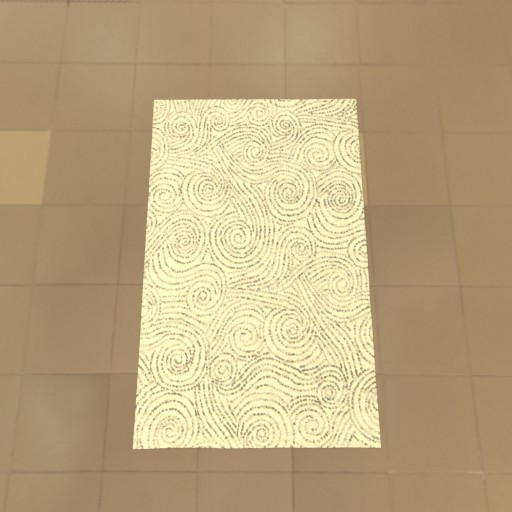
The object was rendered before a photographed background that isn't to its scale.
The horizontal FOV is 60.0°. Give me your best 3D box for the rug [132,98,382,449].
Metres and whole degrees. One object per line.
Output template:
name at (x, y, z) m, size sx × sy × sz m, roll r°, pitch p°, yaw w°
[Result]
rug at (0.000, 0.000, 3.020) m, size 1.524 × 0.005 × 2.439 m, roll 0°, pitch 75°, yaw 0°
